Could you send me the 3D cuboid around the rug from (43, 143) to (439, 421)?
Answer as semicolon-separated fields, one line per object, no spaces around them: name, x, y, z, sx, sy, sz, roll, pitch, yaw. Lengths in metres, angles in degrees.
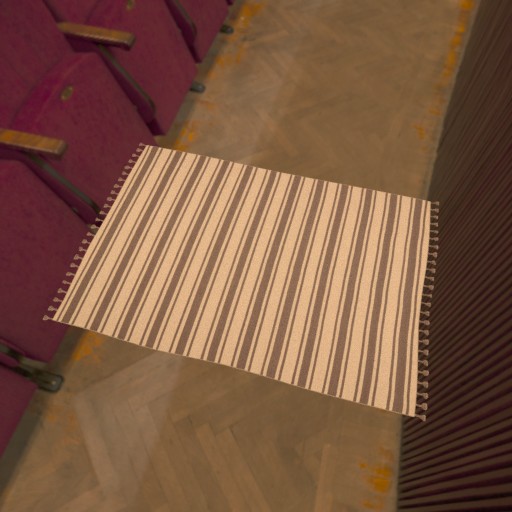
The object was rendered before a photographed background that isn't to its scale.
rug;0.000;0.000;3.838;3.040;0.017;2.030;13;59;8
